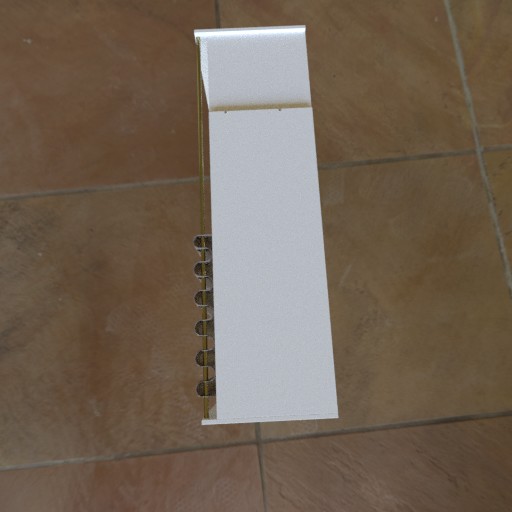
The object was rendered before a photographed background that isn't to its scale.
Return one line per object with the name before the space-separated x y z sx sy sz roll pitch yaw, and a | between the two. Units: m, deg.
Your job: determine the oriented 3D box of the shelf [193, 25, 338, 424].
shelf | 0.000 0.000 2.609 0.500 1.820 1.600 -3 77 -1
